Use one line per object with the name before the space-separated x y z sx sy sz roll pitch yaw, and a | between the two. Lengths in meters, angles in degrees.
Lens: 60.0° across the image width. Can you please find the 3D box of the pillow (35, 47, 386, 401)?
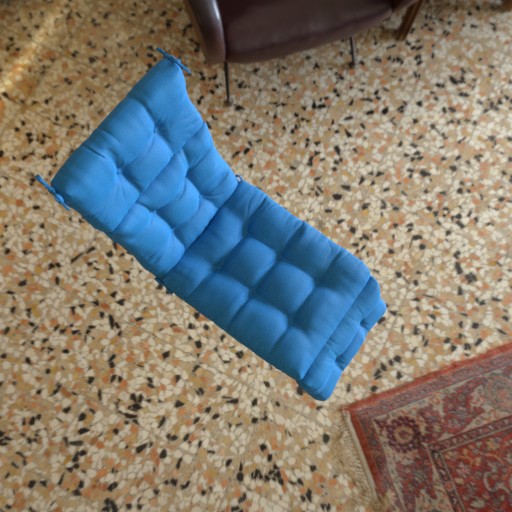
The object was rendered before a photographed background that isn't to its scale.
pillow | 0.000 0.000 1.476 1.016 0.863 0.526 35 78 9
